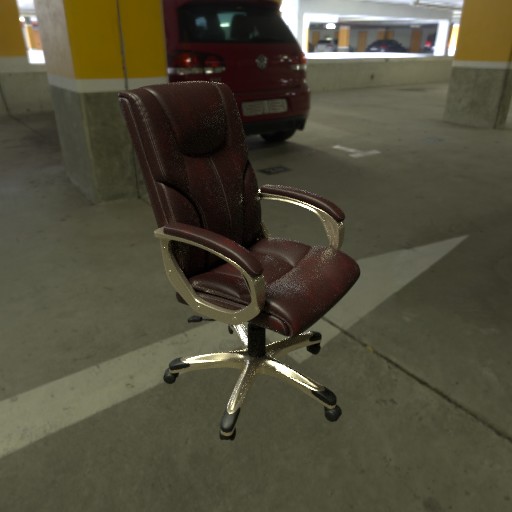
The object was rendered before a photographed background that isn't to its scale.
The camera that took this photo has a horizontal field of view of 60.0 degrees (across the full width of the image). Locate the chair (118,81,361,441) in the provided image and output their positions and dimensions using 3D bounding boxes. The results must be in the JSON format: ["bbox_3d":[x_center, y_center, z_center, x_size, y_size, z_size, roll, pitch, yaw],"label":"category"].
[{"bbox_3d":[0.000,0.000,1.551,0.739,1.107,0.662,17,30,32],"label":"chair"}]
